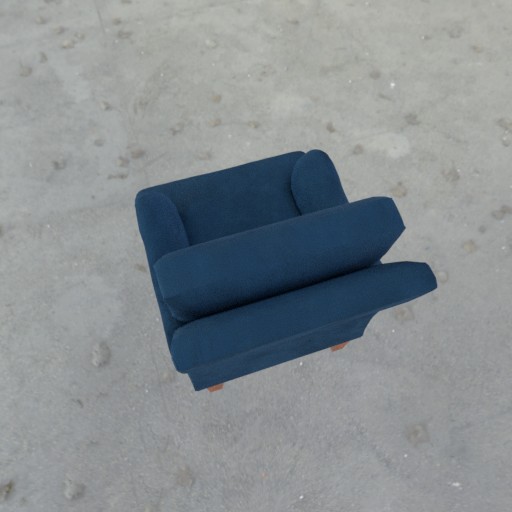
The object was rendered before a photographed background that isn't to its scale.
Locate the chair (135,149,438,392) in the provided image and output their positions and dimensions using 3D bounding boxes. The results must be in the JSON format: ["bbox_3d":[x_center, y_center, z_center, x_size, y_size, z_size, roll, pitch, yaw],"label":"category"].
[{"bbox_3d":[0.000,0.000,1.926,0.895,1.076,1.078,-16,60,-10],"label":"chair"}]
